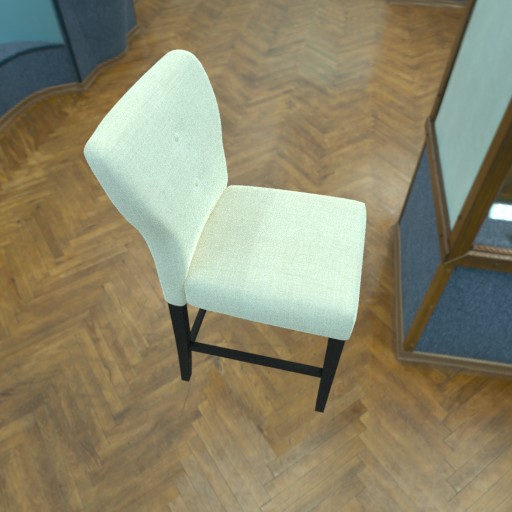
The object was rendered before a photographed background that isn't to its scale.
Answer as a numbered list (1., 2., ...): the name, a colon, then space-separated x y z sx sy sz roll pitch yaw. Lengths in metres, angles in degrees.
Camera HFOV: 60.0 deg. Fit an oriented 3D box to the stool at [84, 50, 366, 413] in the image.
1. stool: 0.000 0.000 1.307 0.603 0.972 0.514 10 48 9
